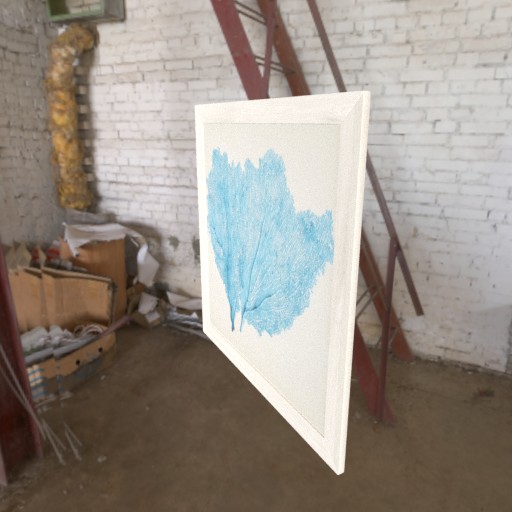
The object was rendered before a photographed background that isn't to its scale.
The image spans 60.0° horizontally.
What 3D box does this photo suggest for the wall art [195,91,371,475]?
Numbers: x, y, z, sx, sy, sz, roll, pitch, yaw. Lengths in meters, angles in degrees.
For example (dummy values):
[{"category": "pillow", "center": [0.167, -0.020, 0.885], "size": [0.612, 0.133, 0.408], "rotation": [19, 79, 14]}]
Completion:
[{"category": "wall art", "center": [0.000, 0.000, 0.880], "size": [0.013, 0.584, 0.584], "rotation": [-9, 19, -27]}]
